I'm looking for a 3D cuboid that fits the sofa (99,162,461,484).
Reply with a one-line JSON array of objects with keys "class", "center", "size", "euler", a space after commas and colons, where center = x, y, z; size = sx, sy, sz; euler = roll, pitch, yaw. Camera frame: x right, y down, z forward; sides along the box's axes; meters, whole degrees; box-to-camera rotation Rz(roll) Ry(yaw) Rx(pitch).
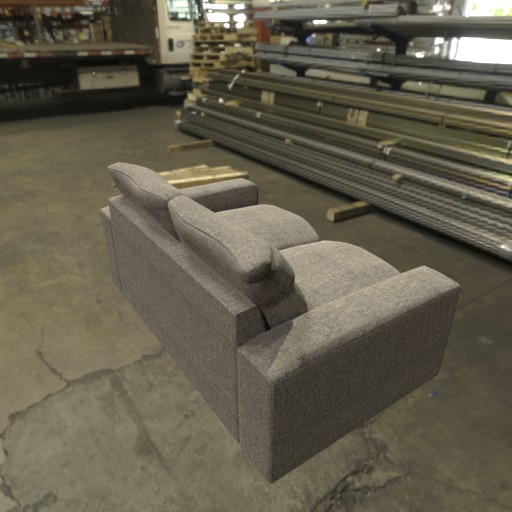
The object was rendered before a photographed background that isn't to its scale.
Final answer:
[{"class": "sofa", "center": [0.000, 0.000, 2.356], "size": [1.094, 0.877, 1.758], "euler": [-18, 33, -30]}]
